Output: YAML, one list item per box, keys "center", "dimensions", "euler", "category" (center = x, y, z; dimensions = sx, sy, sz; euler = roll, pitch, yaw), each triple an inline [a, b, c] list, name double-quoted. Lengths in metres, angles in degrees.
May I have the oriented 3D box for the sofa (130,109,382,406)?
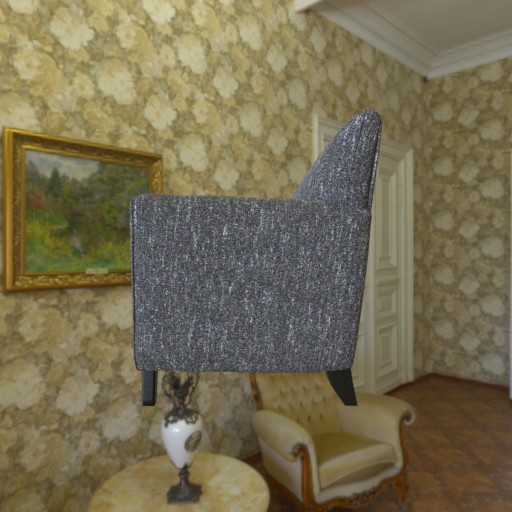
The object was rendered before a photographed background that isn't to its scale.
- center: [0.000, 0.000, 2.084]
  dimensions: [0.801, 0.946, 1.519]
  euler: [0, 0, -1]
  category: "sofa"
